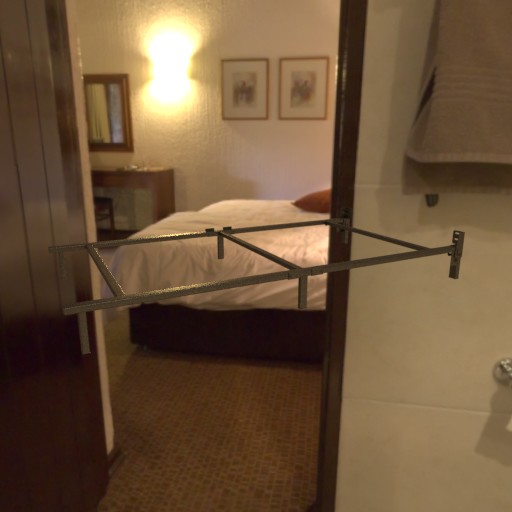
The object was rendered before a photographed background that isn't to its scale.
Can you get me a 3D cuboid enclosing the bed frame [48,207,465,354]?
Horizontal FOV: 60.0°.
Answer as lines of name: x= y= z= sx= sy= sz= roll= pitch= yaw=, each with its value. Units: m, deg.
bed frame: x=0.000 y=0.000 z=2.283 sx=1.897 sy=0.248 sz=0.968 roll=-7 pitch=17 yaw=-26
